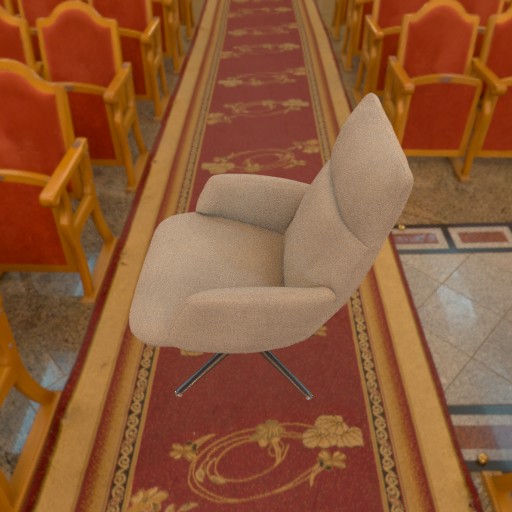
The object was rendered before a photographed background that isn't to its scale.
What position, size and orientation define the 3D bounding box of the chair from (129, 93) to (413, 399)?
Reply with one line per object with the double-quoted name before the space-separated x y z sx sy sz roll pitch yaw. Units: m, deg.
"chair" 0.000 0.000 1.622 0.889 1.016 0.711 1 42 1
